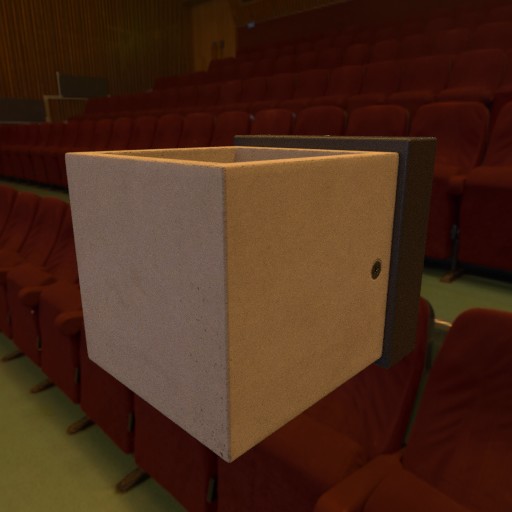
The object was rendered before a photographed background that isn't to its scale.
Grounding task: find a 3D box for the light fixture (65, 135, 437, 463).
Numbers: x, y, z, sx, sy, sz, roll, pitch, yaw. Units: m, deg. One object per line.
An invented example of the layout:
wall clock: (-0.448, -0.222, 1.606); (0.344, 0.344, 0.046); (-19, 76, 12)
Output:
light fixture: (0.000, 0.000, 0.234); (0.121, 0.121, 0.143); (15, 22, 42)
